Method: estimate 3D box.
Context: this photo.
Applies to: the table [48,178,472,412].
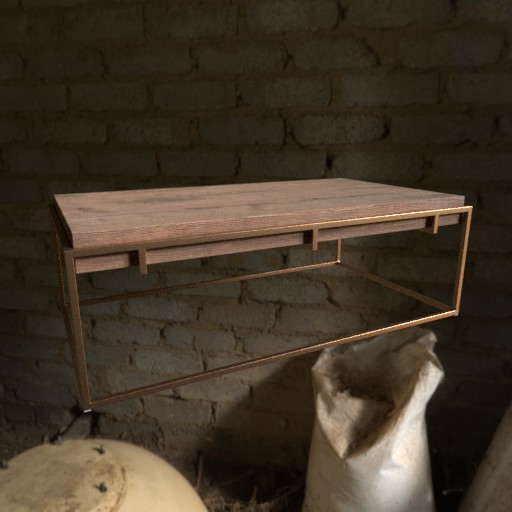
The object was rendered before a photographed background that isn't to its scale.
[{"bbox_3d":[0.000,0.000,1.709,1.387,0.468,0.775,-8,18,-26],"label":"table"}]
